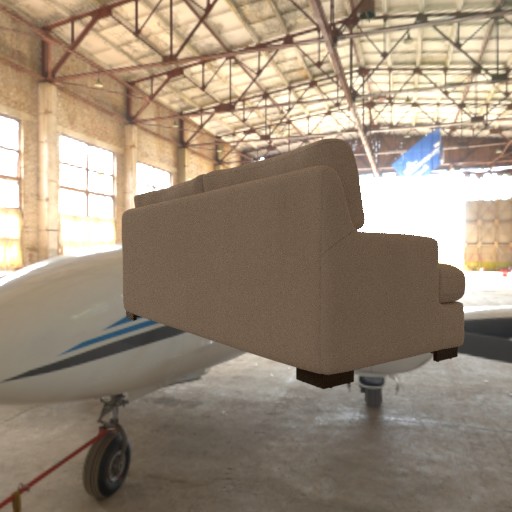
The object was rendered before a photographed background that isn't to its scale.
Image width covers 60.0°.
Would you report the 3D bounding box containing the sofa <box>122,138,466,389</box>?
[{"bbox_3d":[0.000,0.000,2.649,0.929,0.925,2.147,0,1,-35],"label":"sofa"}]
